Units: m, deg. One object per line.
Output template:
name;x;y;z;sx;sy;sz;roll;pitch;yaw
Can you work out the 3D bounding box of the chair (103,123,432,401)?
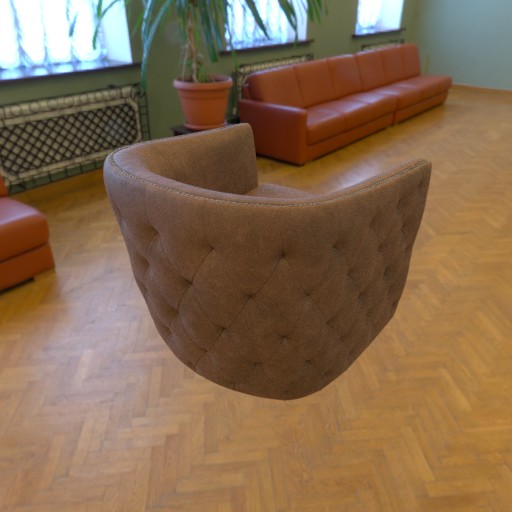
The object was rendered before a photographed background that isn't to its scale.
chair;0.000;0.000;1.551;0.850;0.790;0.870;22;37;32
